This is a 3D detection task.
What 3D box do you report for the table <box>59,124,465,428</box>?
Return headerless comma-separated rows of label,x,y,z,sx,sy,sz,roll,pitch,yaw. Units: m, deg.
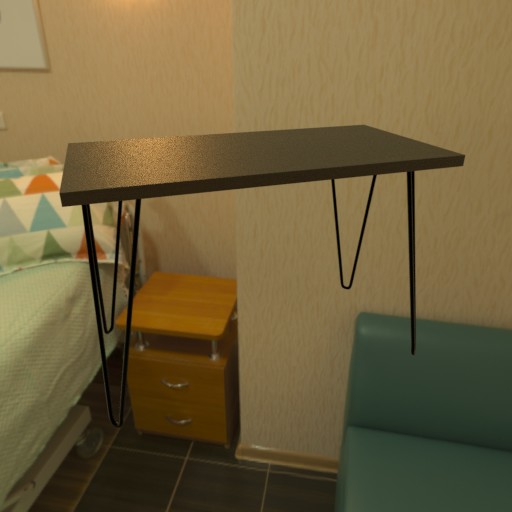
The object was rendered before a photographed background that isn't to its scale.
table,0.000,0.000,1.373,0.991,0.660,0.499,-9,27,-17
